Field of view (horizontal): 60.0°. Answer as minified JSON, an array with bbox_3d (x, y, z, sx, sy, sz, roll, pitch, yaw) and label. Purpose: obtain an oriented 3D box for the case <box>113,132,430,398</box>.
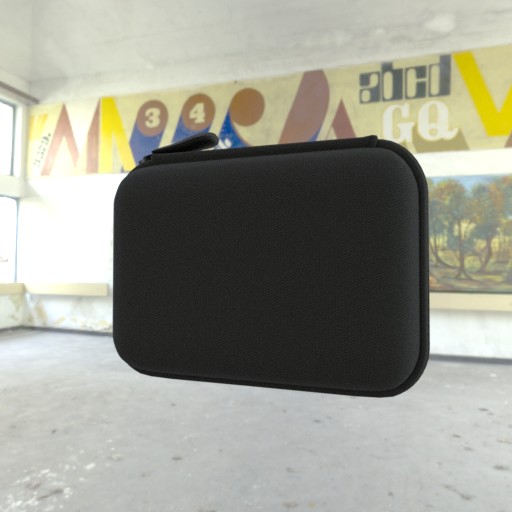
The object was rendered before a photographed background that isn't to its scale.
[{"bbox_3d":[0.000,0.000,0.181,0.132,0.105,0.038,0,-1,19],"label":"case"}]
